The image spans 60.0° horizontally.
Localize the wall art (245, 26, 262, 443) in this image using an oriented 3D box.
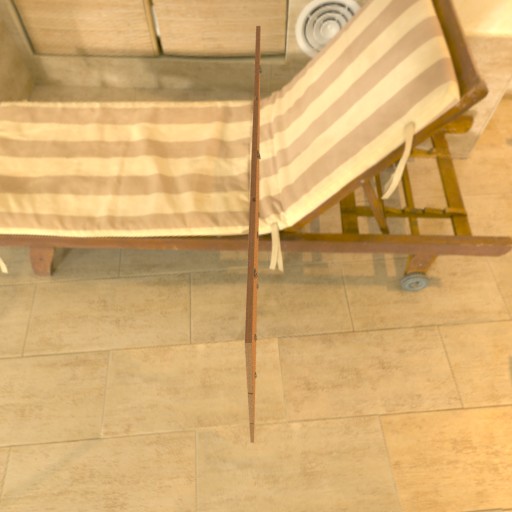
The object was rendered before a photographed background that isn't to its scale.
[{"bbox_3d":[0.000,0.000,1.355,0.018,0.913,0.915,1,58,1],"label":"wall art"}]
